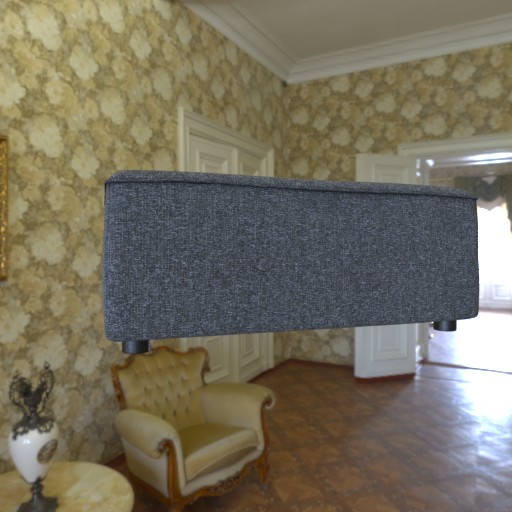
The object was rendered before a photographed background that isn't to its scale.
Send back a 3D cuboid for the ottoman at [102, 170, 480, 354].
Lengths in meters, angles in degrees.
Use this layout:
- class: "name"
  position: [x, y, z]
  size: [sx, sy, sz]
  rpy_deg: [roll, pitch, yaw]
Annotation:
- class: "ottoman"
  position: [0.000, 0.000, 1.553]
  size: [1.021, 0.423, 1.017]
  rpy_deg: [0, 1, -18]
